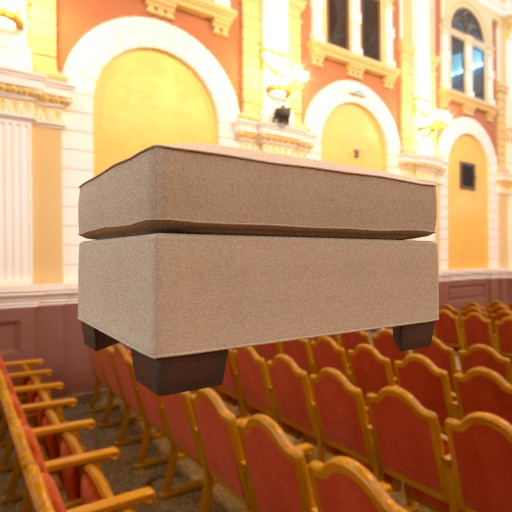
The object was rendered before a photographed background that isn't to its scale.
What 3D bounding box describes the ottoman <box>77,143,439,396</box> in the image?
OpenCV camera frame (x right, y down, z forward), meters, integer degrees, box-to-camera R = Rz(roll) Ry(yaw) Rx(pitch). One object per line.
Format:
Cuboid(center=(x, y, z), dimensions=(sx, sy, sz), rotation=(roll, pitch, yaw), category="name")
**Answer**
Cuboid(center=(0.000, 0.000, 1.257), dimensions=(0.846, 0.503, 0.617), rotation=(0, 0, -34), category="ottoman")
